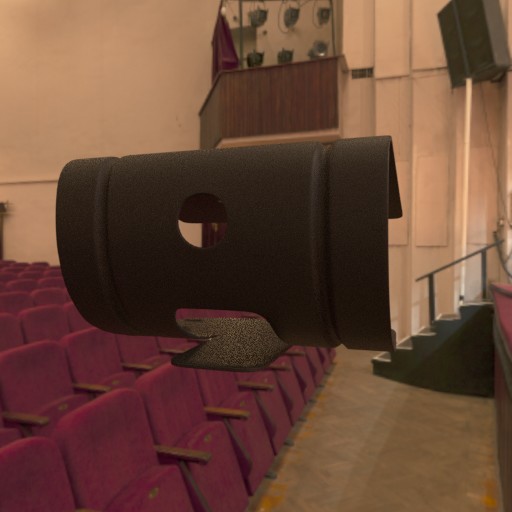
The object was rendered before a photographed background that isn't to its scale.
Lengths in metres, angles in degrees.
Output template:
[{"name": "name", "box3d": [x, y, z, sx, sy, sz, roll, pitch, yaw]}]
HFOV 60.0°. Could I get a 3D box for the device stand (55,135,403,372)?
[{"name": "device stand", "box3d": [0.000, 0.000, 0.403, 0.256, 0.155, 0.236, 0, 0, 18]}]
